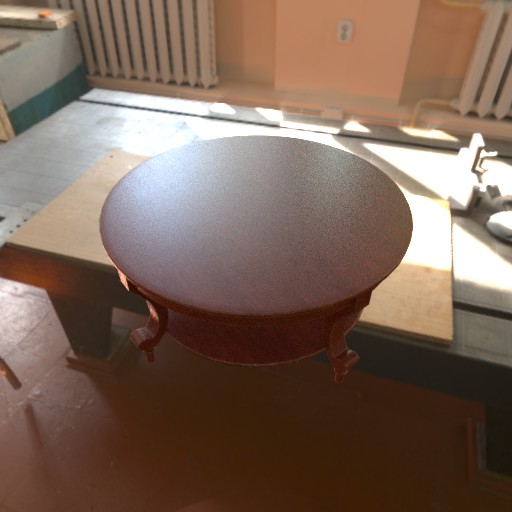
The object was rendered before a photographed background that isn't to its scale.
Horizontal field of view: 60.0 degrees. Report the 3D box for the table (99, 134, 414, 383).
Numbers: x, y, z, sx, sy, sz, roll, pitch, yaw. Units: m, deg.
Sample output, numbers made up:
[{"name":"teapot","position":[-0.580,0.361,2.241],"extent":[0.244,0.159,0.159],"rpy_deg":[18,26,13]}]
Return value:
[{"name":"table","position":[0.000,0.000,1.648],"extent":[1.029,0.486,1.029],"rpy_deg":[0,40,0]}]
